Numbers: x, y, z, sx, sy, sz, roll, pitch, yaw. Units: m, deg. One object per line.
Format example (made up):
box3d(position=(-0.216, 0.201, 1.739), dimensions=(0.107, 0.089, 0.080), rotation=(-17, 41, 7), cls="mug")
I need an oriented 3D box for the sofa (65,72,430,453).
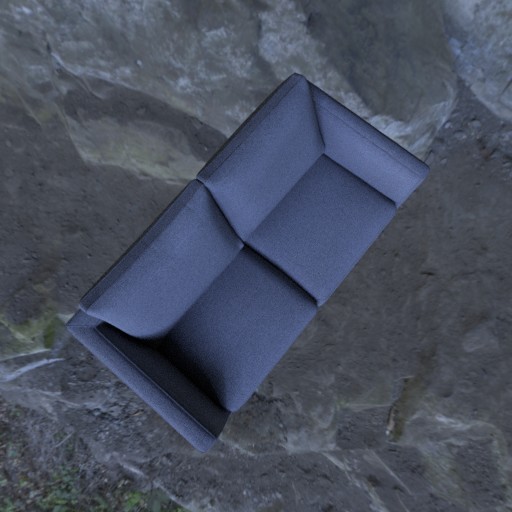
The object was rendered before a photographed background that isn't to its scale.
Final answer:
box3d(position=(0.000, 0.000, 2.164), dimensions=(0.803, 0.924, 1.594), rotation=(39, 79, 9), cls="sofa")
